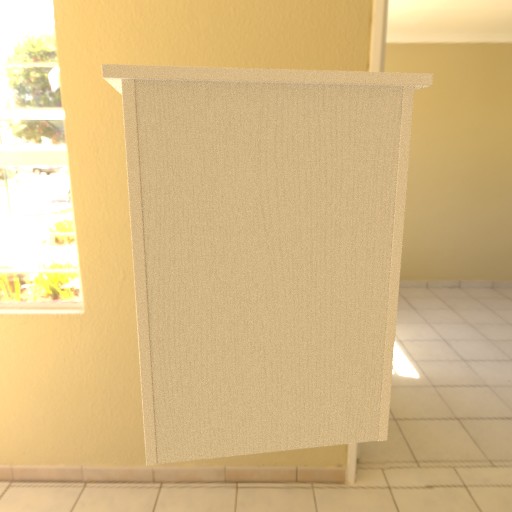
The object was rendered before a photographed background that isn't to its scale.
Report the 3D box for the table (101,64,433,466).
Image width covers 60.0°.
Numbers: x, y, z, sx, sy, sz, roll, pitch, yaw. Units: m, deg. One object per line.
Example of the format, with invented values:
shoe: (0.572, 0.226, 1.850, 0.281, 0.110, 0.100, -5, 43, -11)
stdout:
table: (0.000, 0.000, 0.886, 0.480, 0.635, 0.381, -2, 13, -9)
